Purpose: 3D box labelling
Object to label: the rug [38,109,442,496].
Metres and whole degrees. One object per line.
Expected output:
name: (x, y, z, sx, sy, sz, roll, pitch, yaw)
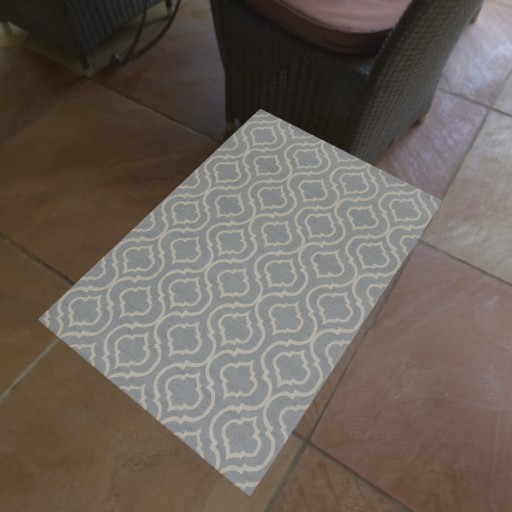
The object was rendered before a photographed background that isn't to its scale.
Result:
rug: (0.000, 0.000, 2.645, 1.451, 0.010, 2.080, 32, 64, 18)
